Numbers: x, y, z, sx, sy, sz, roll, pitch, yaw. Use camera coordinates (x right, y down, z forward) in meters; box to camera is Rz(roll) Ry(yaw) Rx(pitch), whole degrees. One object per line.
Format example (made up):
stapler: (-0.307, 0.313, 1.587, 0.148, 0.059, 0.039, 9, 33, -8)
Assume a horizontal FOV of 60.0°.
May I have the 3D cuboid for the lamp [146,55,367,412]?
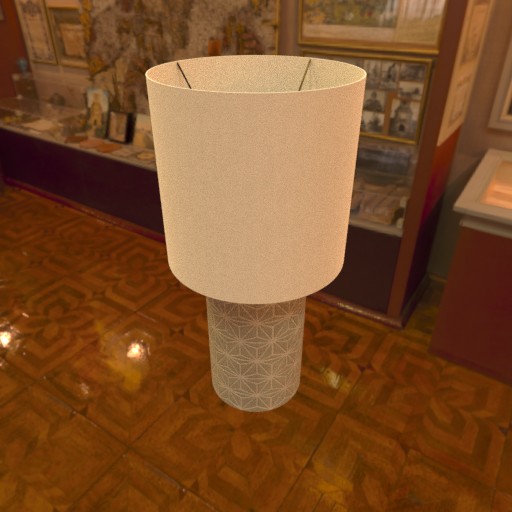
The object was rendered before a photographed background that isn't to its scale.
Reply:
lamp: (0.000, 0.000, 0.531, 0.206, 0.416, 0.206, 21, 37, 30)
